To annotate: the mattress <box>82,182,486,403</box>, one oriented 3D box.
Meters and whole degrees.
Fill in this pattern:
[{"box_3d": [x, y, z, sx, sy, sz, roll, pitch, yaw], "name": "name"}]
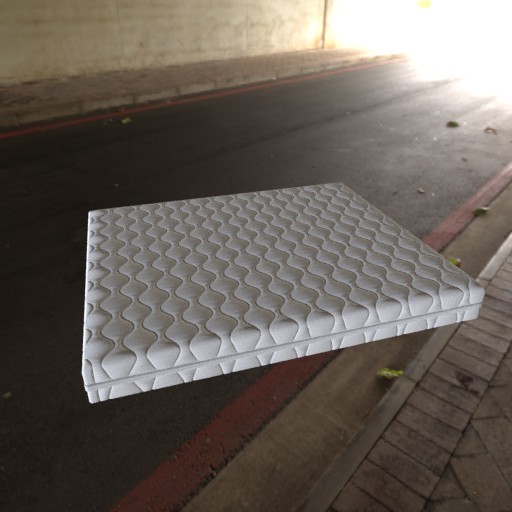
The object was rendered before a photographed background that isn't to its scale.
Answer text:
[{"box_3d": [0.000, 0.000, 2.636, 1.900, 0.200, 1.600, -9, 31, -15], "name": "mattress"}]
